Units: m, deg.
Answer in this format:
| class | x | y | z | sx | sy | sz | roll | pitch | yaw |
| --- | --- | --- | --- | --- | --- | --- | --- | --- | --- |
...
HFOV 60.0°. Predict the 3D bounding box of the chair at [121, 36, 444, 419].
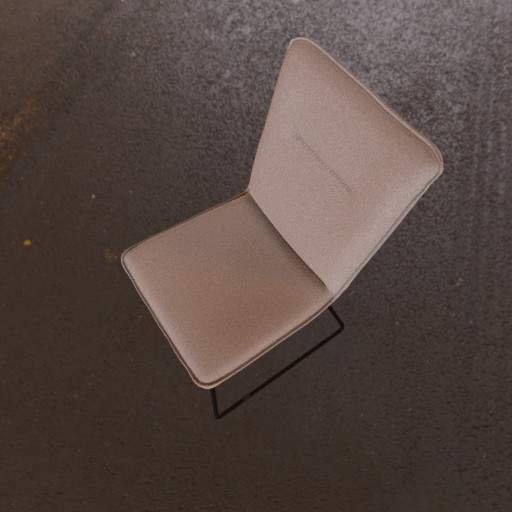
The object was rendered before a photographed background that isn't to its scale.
| class | x | y | z | sx | sy | sz | roll | pitch | yaw |
| --- | --- | --- | --- | --- | --- | --- | --- | --- | --- |
| chair | 0.000 | 0.000 | 1.324 | 0.688 | 0.930 | 0.515 | -31 | 66 | -16 |
